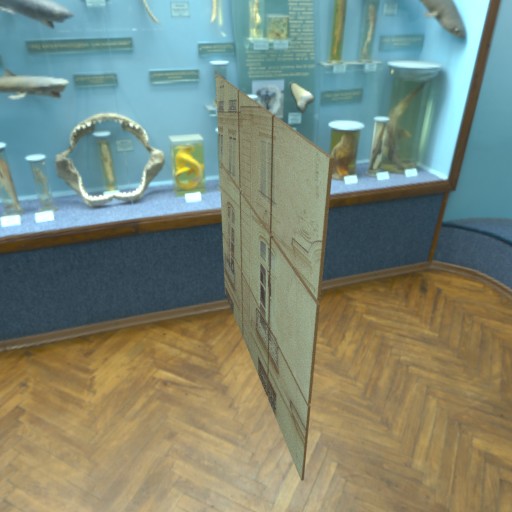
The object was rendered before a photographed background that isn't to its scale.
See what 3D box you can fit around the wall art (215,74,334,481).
[{"bbox_3d":[0.000,0.000,2.268,0.023,1.522,1.526,-9,32,-14],"label":"wall art"}]
